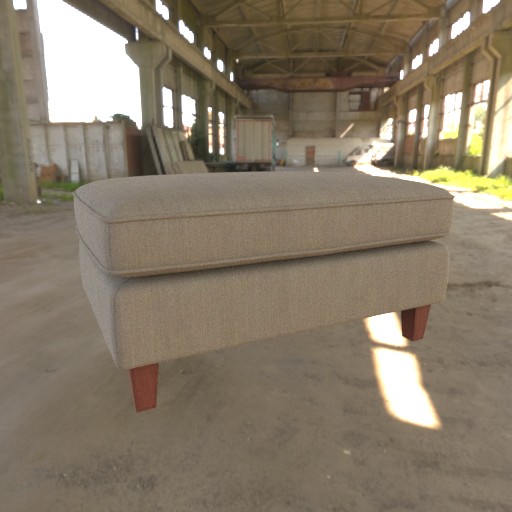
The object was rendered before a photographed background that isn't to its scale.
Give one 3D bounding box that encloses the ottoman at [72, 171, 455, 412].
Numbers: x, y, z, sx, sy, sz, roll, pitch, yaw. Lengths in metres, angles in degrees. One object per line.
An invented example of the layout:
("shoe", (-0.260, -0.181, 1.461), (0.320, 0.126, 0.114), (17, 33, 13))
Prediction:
("ottoman", (0.000, 0.000, 1.300), (0.941, 0.480, 0.636), (-7, 15, -26))
